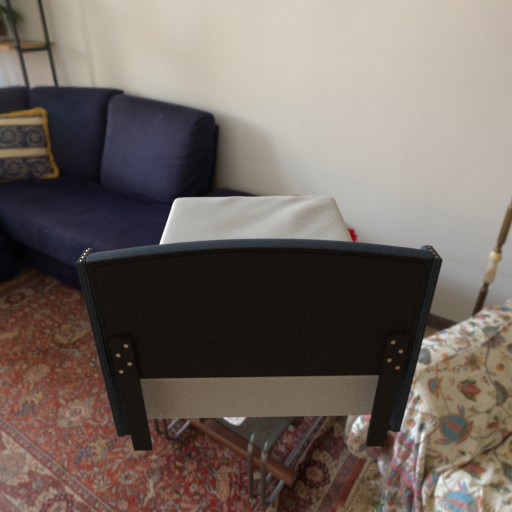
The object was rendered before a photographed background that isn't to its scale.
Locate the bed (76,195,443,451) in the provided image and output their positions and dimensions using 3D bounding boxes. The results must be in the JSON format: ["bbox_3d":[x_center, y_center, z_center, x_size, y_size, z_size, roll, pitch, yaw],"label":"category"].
[{"bbox_3d":[0.000,0.000,3.307,1.710,1.407,2.237,-1,31,-1],"label":"bed"}]
